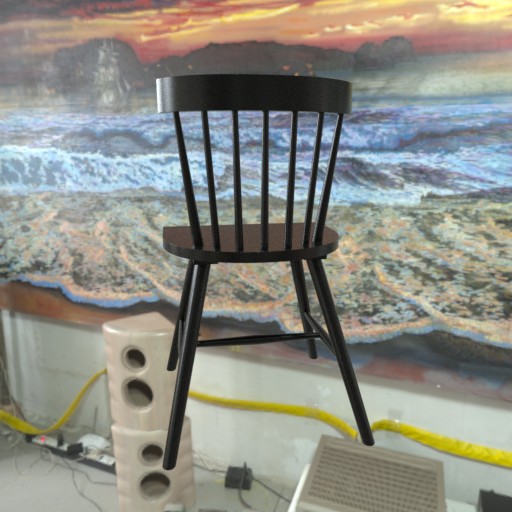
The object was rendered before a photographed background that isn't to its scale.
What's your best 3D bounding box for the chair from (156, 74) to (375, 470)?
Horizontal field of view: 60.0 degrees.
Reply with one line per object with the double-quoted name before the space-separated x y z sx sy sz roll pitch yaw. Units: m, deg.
"chair" 0.000 0.000 1.152 0.506 0.844 0.483 -2 14 -10
